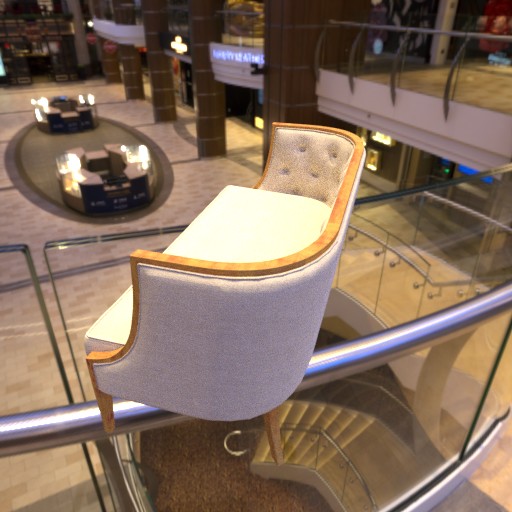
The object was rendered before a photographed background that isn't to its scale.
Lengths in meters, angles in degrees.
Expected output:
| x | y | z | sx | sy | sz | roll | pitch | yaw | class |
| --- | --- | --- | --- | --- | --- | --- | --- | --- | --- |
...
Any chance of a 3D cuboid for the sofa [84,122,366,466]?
| x | y | z | sx | sy | sz | roll | pitch | yaw | class |
| --- | --- | --- | --- | --- | --- | --- | --- | --- | --- |
| 0.000 | 0.000 | 1.901 | 0.770 | 0.775 | 1.474 | 9 | 32 | 14 | sofa |
